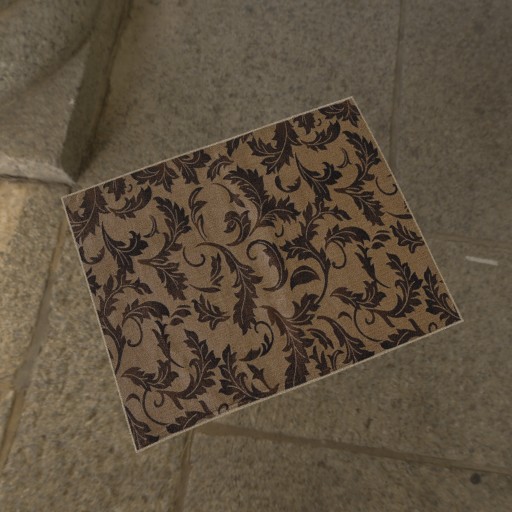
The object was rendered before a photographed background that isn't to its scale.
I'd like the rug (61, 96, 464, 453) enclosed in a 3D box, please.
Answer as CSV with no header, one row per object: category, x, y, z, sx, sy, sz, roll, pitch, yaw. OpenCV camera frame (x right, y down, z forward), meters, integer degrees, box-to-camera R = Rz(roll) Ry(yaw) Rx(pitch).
rug,0.000,0.000,3.975,2.977,0.008,2.380,-20,77,-5
